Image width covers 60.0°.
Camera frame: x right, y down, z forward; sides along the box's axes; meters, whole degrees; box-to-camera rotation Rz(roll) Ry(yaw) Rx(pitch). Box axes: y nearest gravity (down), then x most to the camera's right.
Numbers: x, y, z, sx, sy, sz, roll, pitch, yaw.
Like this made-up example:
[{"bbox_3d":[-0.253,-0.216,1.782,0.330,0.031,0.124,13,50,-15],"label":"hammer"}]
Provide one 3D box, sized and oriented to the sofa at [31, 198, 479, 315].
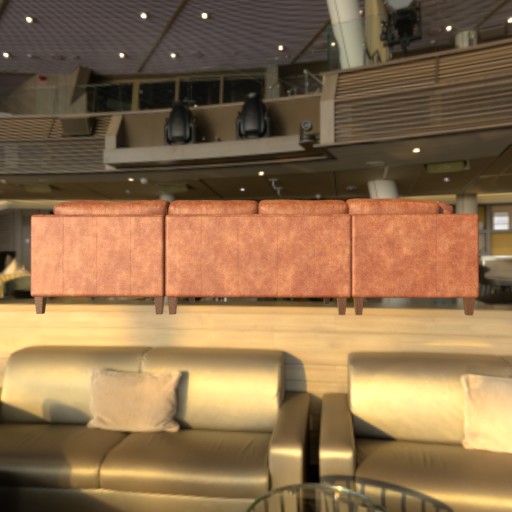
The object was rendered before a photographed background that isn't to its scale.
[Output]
[{"bbox_3d":[0.000,0.000,4.489,3.324,0.888,2.452,0,0,1],"label":"sofa"}]
